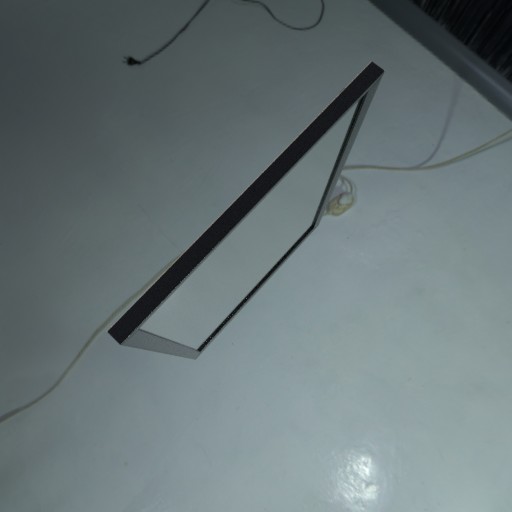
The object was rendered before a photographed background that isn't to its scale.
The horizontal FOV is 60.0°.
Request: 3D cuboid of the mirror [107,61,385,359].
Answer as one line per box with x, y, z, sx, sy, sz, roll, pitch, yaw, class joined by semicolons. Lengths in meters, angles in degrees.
0.000;0.000;1.353;0.040;1.016;0.762;41;79;10;mirror
